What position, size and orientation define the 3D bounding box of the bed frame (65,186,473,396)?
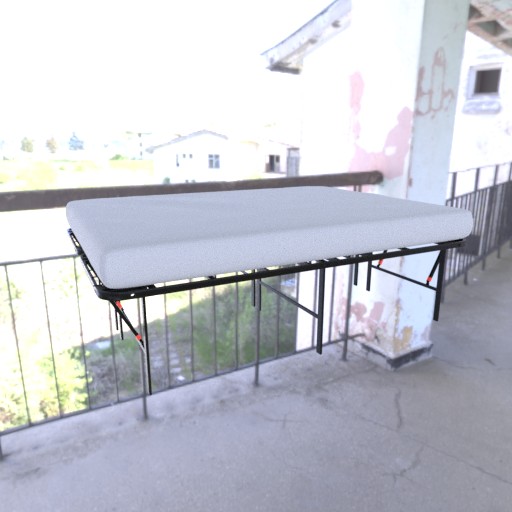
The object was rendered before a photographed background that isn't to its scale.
[{"bbox_3d":[0.000,0.000,2.553,1.905,0.637,1.372,-8,17,-26],"label":"bed frame"}]
